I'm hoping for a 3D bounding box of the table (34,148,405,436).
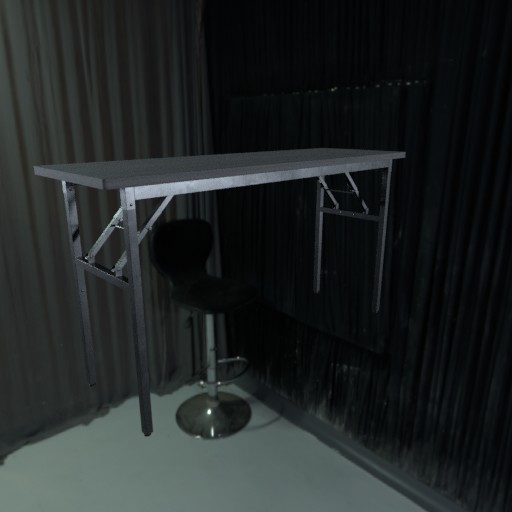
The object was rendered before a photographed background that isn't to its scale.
[{"bbox_3d":[0.000,0.000,1.726,1.399,0.750,0.449,-16,23,-42],"label":"table"}]
